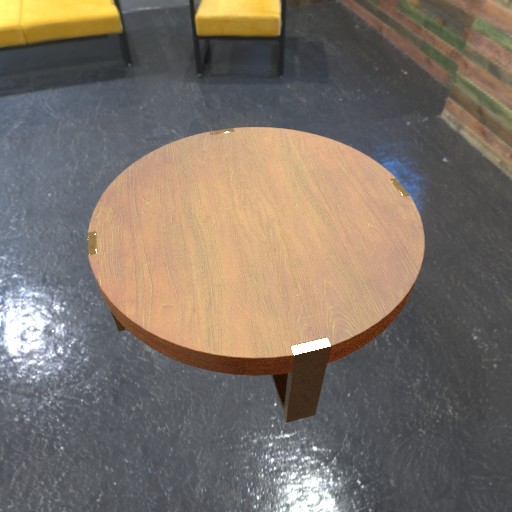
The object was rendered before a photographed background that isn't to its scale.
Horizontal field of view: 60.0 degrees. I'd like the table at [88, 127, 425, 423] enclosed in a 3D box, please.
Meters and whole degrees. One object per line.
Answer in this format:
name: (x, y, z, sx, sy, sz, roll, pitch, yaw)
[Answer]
table: (0.000, 0.000, 1.650, 1.100, 0.420, 1.100, 0, 47, 0)
